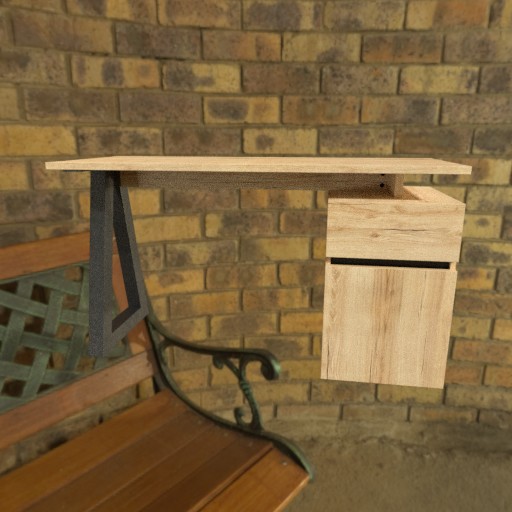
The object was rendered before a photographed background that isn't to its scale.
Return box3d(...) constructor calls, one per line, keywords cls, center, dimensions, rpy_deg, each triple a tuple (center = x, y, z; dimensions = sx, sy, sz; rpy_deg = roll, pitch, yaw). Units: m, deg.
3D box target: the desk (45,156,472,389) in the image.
box3d(cls="desk", center=(0.000, 0.000, 1.797), dimensions=(1.400, 0.760, 0.550), rpy_deg=(2, 15, 9))
